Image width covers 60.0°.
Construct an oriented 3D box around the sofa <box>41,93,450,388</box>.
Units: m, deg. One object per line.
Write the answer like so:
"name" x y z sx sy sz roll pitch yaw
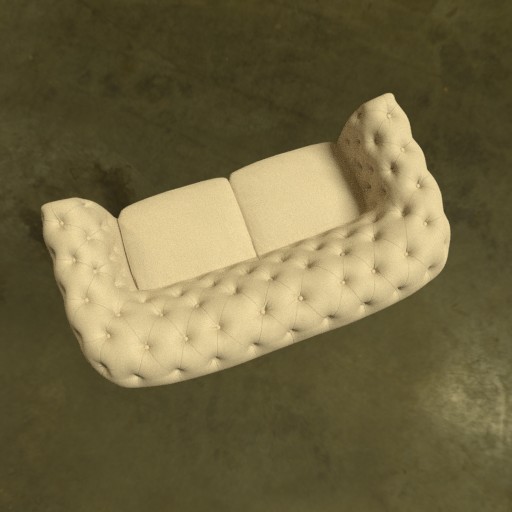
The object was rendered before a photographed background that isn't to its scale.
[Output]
"sofa" 0.000 0.000 2.501 1.988 0.835 1.069 -19 76 -5
